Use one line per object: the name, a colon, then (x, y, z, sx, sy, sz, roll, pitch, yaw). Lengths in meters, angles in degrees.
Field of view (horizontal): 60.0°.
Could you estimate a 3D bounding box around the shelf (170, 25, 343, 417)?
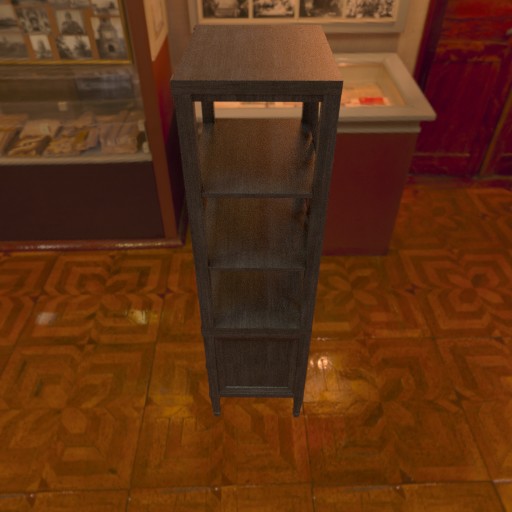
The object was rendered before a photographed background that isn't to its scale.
shelf: (0.000, 0.000, 1.963, 0.472, 1.727, 0.584, 0, 40, 0)
